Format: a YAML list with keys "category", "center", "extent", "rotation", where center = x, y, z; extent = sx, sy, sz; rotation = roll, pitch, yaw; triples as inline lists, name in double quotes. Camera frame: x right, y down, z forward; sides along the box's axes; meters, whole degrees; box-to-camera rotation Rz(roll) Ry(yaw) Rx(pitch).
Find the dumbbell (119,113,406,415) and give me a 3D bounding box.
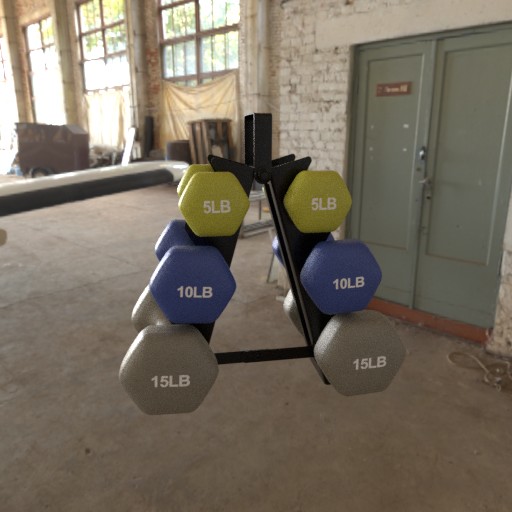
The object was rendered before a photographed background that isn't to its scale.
- category: "dumbbell"
  center: [0.000, 0.000, 0.698]
  extent: [0.416, 0.426, 0.261]
  rotation: [-3, 16, -9]
